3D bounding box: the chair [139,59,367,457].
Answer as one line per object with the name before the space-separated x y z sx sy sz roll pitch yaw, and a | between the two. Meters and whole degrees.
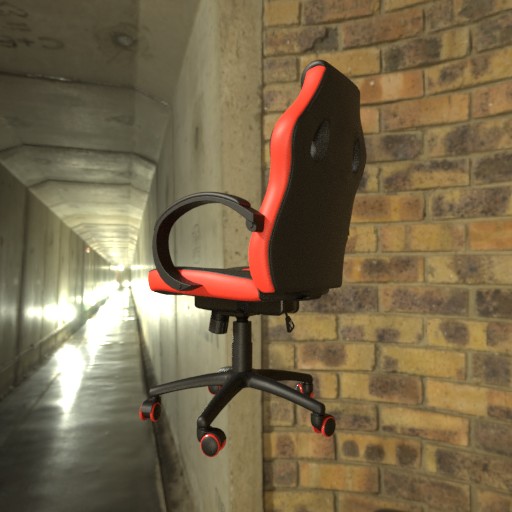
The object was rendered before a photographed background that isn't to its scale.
chair | 0.000 0.000 1.389 0.642 1.016 0.600 -1 -2 36
